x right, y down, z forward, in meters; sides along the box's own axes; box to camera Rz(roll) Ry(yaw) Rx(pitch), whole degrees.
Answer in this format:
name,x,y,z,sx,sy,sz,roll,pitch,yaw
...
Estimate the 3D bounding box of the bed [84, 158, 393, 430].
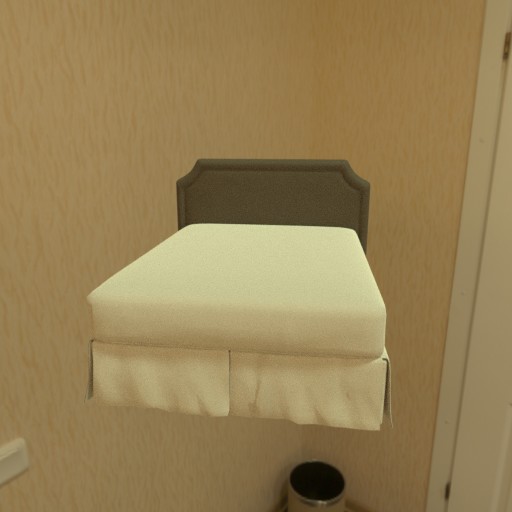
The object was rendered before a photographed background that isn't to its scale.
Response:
name,x,y,z,sx,sy,sz,roll,pitch,yaw
bed,0.000,0.000,3.260,1.831,1.297,2.181,2,15,7
